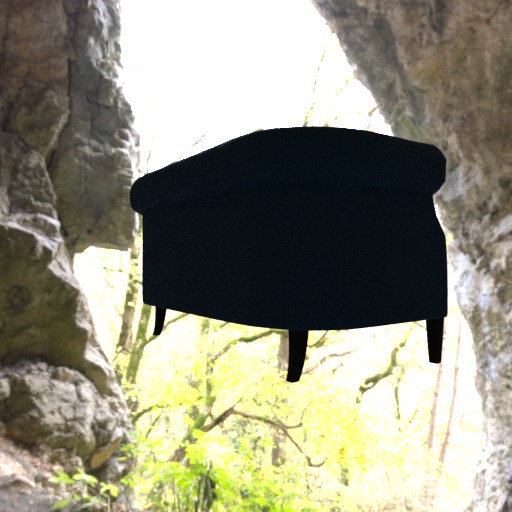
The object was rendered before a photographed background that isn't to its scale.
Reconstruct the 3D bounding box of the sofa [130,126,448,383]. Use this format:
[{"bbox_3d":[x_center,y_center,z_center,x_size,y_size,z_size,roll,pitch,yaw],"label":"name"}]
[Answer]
[{"bbox_3d":[0.000,0.000,2.037,0.835,0.827,1.558,0,-1,-36],"label":"sofa"}]
